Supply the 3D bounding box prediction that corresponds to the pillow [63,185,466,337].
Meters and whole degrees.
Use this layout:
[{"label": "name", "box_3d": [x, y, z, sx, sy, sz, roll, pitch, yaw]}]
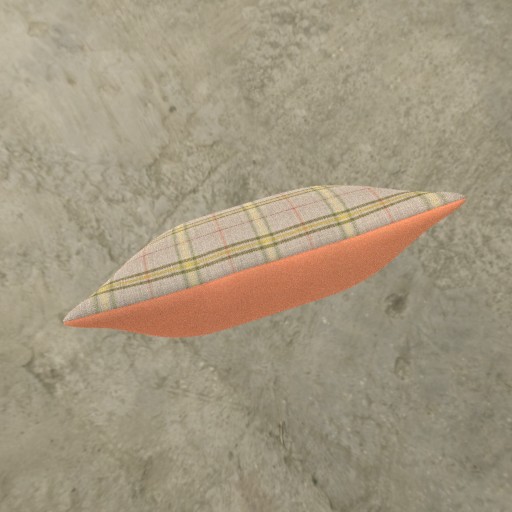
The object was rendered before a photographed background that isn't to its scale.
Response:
[{"label": "pillow", "box_3d": [0.000, 0.000, 0.691, 0.453, 0.430, 0.200, -17, 77, -4]}]
